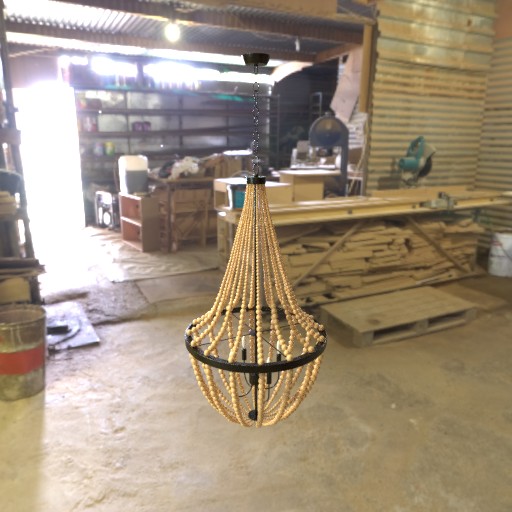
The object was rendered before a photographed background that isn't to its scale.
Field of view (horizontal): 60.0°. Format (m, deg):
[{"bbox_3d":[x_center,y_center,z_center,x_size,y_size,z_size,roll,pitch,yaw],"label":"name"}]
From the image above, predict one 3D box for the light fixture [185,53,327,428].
[{"bbox_3d":[0.000,0.000,1.356,0.450,1.133,0.450,0,15,0],"label":"light fixture"}]
